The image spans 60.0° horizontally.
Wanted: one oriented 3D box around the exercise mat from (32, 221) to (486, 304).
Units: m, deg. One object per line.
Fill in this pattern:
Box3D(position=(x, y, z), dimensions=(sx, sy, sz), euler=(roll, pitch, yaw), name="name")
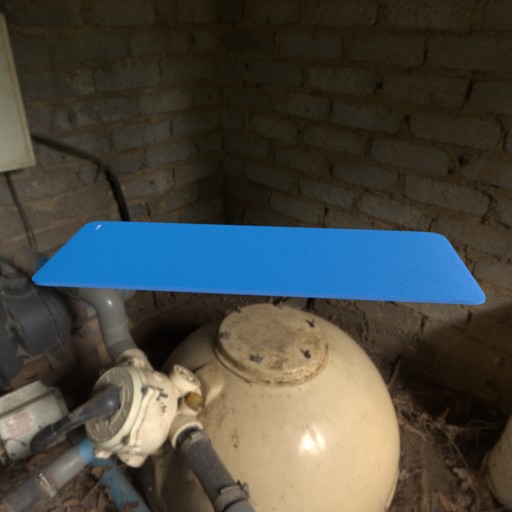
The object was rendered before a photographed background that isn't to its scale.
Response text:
Box3D(position=(0.000, 0.000, 2.050), dimensions=(1.869, 0.021, 0.616), euler=(2, 29, 4), name="exercise mat")
